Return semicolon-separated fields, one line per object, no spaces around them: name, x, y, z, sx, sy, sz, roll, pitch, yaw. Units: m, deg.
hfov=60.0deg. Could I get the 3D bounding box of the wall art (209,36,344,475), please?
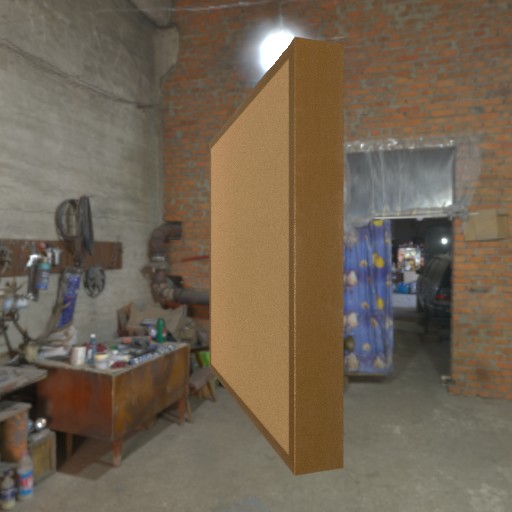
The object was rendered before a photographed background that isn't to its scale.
wall art;0.000;0.000;0.459;0.038;0.305;0.306;0;0;-17
